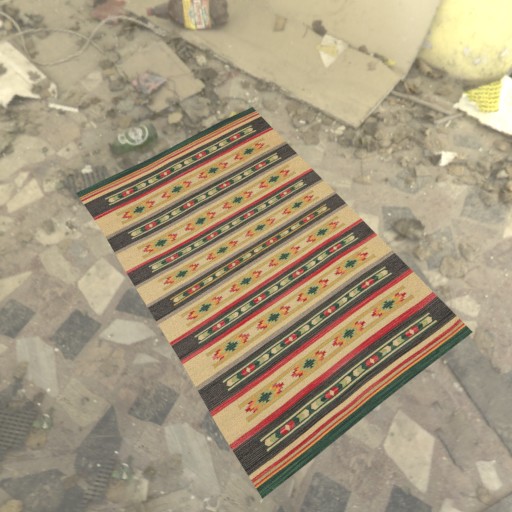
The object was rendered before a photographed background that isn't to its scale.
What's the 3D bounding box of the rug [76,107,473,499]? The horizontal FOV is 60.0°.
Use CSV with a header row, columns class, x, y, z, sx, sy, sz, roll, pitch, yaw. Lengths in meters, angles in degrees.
class,x,y,z,sx,sy,sz,roll,pitch,yaw
rug,0.000,0.000,2.874,1.522,0.010,2.311,-31,65,-16
